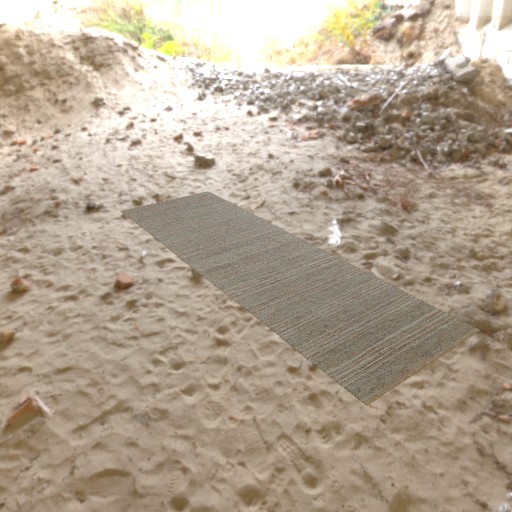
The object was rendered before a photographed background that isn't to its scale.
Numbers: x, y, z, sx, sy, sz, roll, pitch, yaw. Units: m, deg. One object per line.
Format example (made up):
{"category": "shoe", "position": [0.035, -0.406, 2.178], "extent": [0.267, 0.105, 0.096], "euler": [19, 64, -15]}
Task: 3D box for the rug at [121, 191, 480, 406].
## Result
{"category": "rug", "position": [0.000, 0.000, 2.712], "extent": [0.783, 0.006, 2.438], "euler": [-19, 32, -32]}
